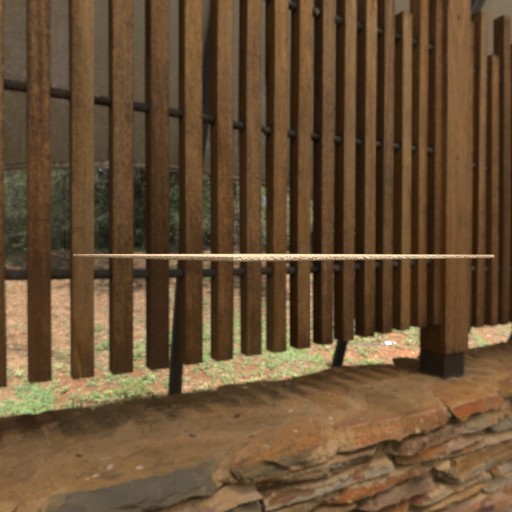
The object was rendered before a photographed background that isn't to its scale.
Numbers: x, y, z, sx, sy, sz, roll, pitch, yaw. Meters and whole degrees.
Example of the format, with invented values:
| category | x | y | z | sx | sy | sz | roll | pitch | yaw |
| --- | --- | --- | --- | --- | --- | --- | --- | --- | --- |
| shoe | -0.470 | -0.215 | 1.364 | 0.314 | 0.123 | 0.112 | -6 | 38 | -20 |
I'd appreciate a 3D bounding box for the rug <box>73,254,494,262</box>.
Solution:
| category | x | y | z | sx | sy | sz | roll | pitch | yaw |
| --- | --- | --- | --- | --- | --- | --- | --- | --- | --- |
| rug | 0.000 | 0.000 | 3.957 | 2.400 | 0.025 | 3.000 | 0 | 1 | -36 |
